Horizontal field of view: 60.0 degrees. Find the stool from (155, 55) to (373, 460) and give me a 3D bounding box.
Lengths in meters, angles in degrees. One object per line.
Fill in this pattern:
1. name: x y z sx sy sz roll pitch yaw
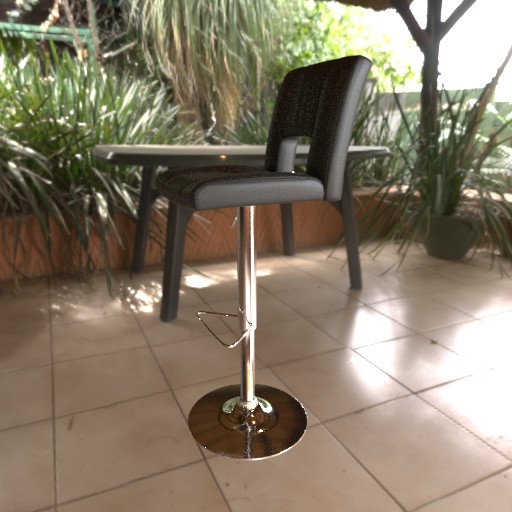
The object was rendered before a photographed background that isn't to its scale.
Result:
1. stool: 0.000 0.000 1.386 0.520 1.151 0.415 -7 17 -25
